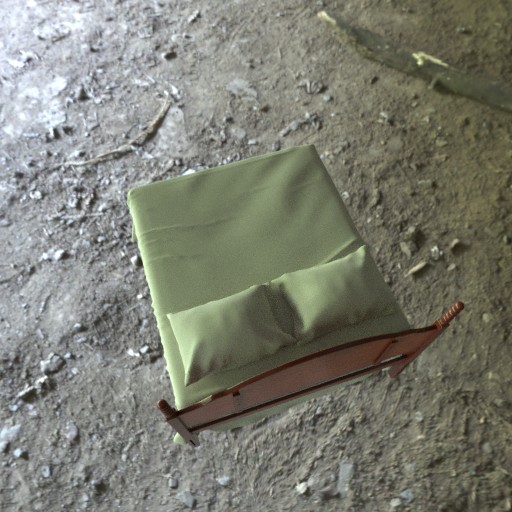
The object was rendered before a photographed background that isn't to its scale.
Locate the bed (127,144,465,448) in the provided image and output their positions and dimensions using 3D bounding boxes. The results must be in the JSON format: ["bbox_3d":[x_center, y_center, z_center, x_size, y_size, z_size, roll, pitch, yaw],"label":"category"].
[{"bbox_3d":[0.000,0.000,3.244,1.873,1.356,2.040,-16,61,-9],"label":"bed"}]
